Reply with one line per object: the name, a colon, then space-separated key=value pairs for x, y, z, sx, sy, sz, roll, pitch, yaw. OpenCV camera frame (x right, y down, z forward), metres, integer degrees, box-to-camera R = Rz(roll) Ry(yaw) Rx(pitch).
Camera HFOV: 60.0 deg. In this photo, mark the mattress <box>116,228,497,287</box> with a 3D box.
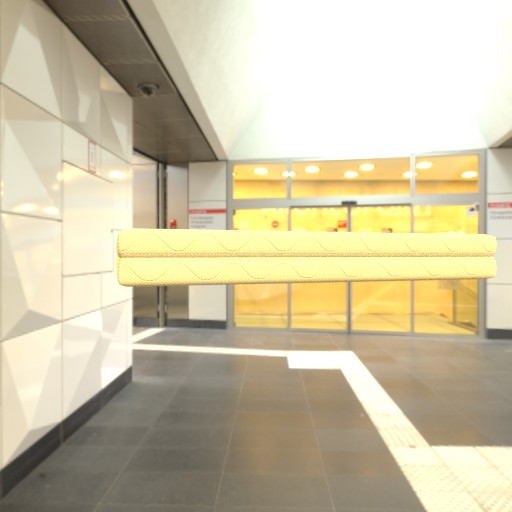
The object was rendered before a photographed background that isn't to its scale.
mattress: x=0.000 y=0.000 z=2.664 sx=1.600 sy=0.200 sz=2.000 roll=0 pitch=0 yaw=-18
